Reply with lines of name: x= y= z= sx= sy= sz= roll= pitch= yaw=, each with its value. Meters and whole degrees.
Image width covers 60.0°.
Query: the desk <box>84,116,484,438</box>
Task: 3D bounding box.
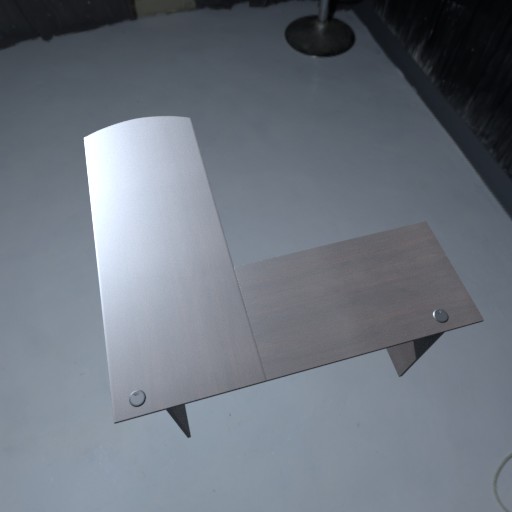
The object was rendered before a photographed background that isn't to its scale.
desk: x=0.000 y=0.000 z=2.126 sx=1.303 sy=0.716 sz=1.361 roll=-13 pitch=60 yaw=-8
